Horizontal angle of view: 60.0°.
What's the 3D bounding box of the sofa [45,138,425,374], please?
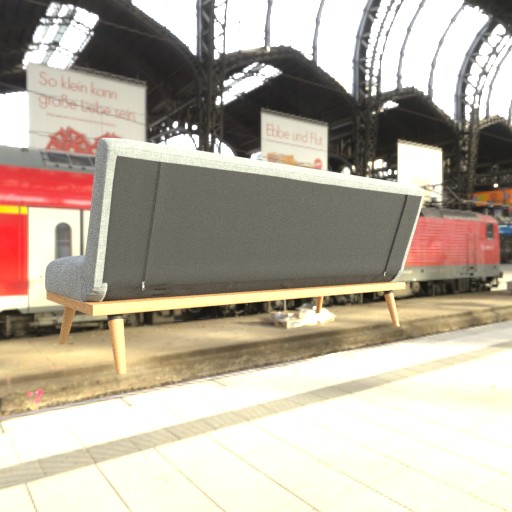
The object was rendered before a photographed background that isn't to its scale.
[{"bbox_3d":[0.000,0.000,2.240,1.820,0.800,0.800,0,1,-38],"label":"sofa"}]
